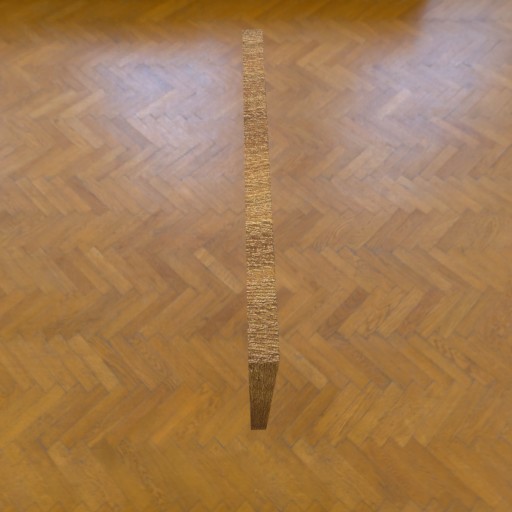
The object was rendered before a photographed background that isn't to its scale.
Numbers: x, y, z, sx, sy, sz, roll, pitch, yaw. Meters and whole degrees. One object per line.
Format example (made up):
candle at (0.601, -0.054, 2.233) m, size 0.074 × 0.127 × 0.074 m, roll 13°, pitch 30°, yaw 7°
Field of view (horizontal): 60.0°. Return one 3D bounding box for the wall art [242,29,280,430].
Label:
wall art at (0.000, 0.000, 0.924) m, size 0.042 × 0.608 × 0.611 m, roll -1°, pitch 62°, yaw -1°
